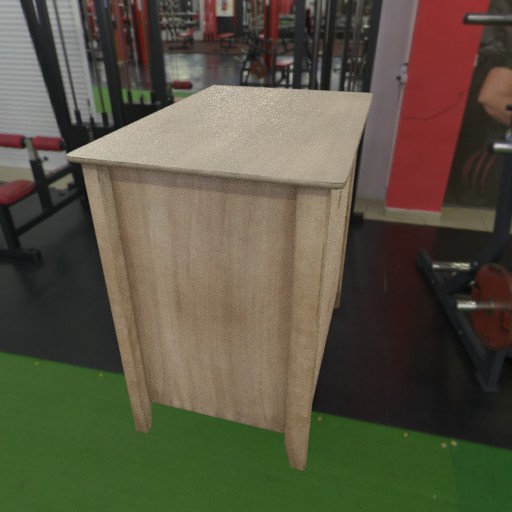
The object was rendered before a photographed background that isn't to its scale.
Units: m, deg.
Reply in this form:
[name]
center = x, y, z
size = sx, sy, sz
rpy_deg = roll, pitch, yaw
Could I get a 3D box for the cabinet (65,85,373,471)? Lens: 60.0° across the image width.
[cabinet]
center = 0.000, 0.000, 1.239
size = 0.503, 0.762, 0.763
rpy_deg = 8, 31, 14
